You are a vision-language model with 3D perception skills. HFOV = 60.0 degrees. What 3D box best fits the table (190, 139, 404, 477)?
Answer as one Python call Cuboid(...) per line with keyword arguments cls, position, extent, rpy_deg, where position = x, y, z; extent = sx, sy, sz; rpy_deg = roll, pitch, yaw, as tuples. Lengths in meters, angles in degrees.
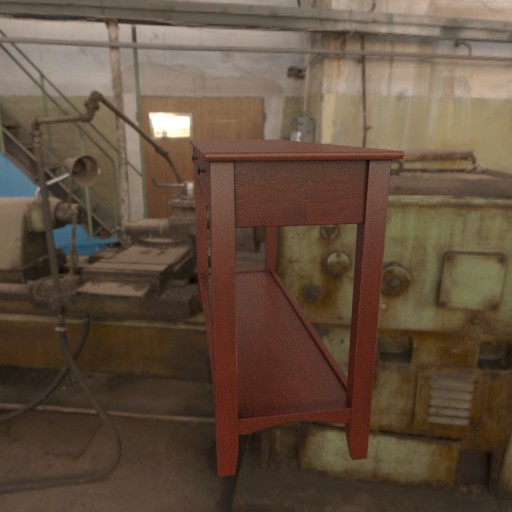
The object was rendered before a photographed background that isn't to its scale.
Cuboid(cls="table", position=(0.000, 0.000, 1.498), extent=(0.392, 0.739, 1.188), rpy_deg=(-3, 16, -9))
